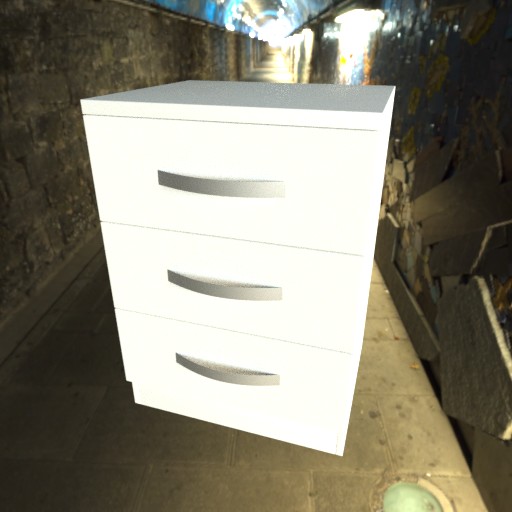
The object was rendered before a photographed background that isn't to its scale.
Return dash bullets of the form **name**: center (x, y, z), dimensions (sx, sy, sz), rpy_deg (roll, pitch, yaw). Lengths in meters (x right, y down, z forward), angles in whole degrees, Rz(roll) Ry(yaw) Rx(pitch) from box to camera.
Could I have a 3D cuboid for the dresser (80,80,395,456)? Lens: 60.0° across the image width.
- **dresser**: center (0.000, 0.000, 0.805), dimensions (0.400, 0.560, 0.360), rpy_deg (8, 27, 16)
